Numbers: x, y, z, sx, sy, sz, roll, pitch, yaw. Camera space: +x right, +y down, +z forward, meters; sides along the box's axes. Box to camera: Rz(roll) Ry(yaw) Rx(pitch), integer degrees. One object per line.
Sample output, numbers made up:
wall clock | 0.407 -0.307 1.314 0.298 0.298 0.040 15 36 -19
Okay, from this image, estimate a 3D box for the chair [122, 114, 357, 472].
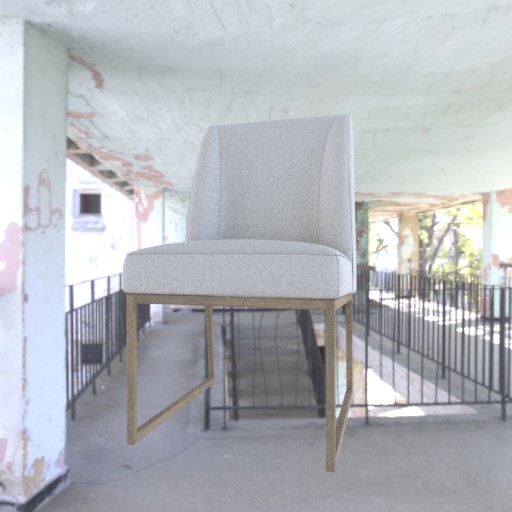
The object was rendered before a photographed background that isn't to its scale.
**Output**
chair | 0.000 0.000 1.188 0.508 0.863 0.522 0 0 16
